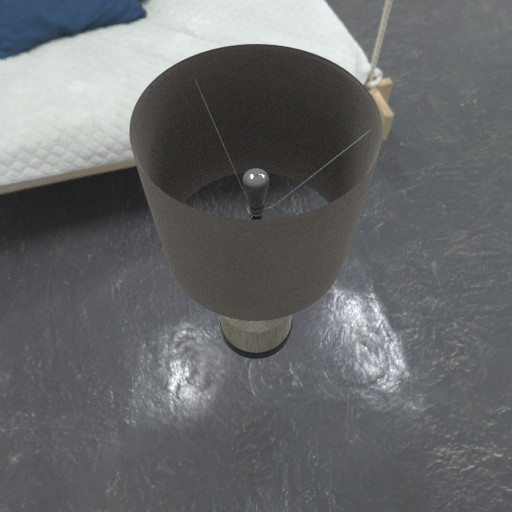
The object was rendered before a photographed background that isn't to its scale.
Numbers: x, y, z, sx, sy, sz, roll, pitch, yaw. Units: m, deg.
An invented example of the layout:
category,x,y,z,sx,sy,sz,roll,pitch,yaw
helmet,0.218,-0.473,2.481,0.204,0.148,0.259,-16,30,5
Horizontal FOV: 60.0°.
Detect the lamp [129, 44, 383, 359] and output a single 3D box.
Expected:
category,x,y,z,sx,sy,sz,roll,pitch,yaw
lamp,0.000,0.000,0.600,0.229,0.470,0.229,-32,63,-18
